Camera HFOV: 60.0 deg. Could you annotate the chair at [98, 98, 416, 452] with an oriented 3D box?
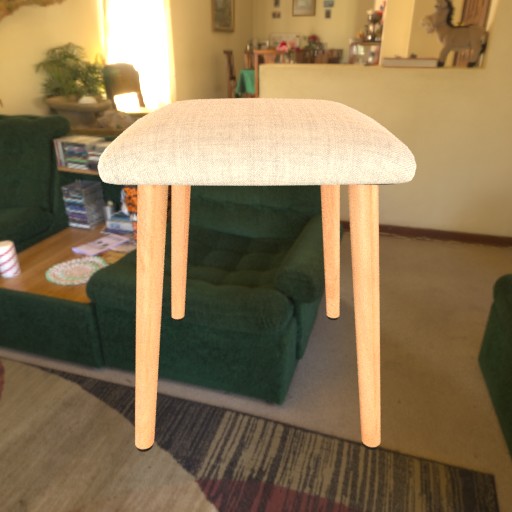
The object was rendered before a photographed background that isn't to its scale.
[{"bbox_3d":[0.000,0.000,0.675,0.350,0.440,0.350,0,26,-1],"label":"chair"}]
